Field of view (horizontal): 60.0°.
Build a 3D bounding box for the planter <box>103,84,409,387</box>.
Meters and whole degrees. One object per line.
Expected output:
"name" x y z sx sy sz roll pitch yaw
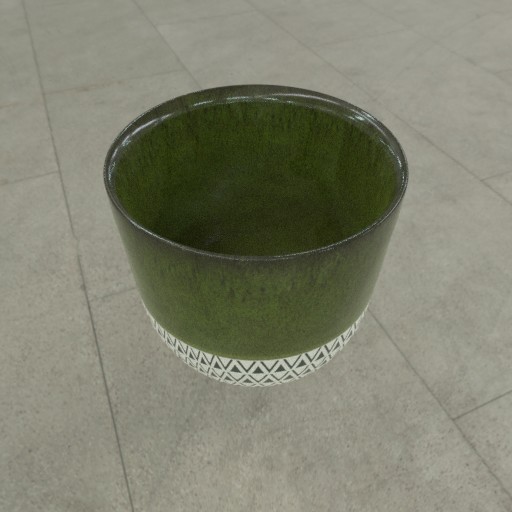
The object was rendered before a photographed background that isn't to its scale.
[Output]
"planter" 0.000 0.000 0.492 0.266 0.270 0.266 0 46 0
